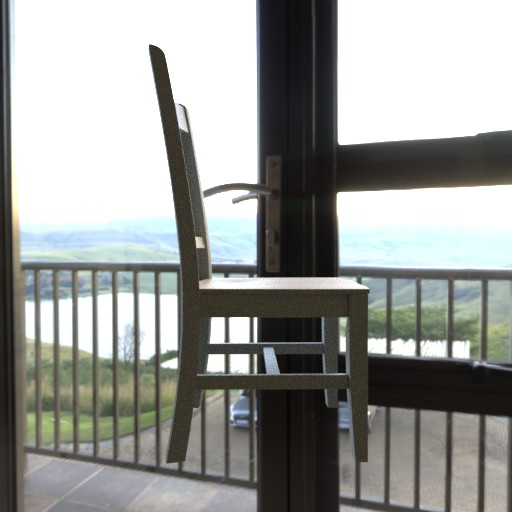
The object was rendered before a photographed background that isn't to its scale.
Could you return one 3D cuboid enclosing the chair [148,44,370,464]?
[{"bbox_3d":[0.000,0.000,1.269,0.555,0.998,0.450,0,1,-1],"label":"chair"}]
